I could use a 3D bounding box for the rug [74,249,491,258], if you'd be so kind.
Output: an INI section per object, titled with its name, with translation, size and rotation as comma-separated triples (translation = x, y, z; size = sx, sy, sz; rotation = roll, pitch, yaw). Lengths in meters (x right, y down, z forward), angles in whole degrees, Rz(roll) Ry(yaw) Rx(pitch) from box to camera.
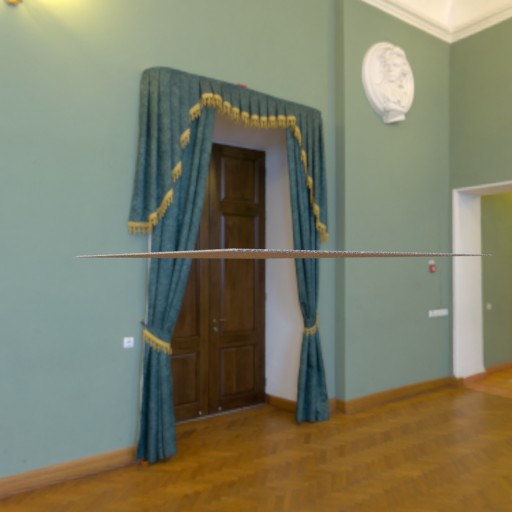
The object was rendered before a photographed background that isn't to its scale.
[rug]
translation = 0.000, 0.000, 3.854
size = 2.312, 0.013, 2.940
rotation = 1, -1, -36
